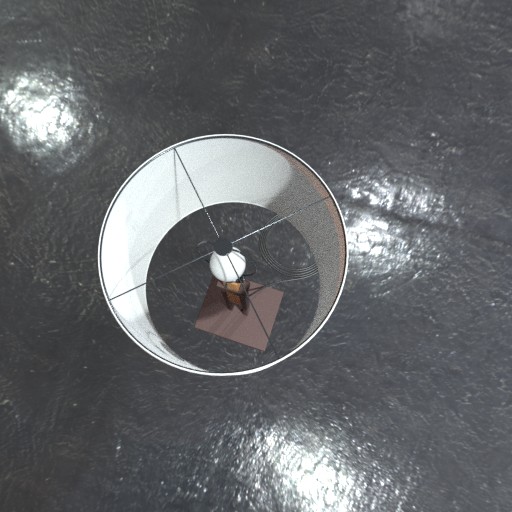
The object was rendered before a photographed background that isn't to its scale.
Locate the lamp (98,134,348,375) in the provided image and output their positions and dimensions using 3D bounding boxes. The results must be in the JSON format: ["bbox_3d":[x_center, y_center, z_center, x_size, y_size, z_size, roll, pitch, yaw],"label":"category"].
[{"bbox_3d":[0.000,0.000,0.969,0.396,0.668,0.525,18,76,5],"label":"lamp"}]
